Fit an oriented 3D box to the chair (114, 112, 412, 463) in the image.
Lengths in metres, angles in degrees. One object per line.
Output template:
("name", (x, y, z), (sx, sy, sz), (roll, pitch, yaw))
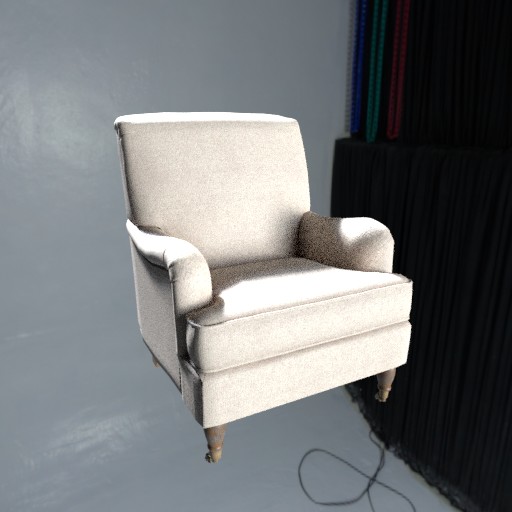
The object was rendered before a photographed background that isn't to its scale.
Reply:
("chair", (0.000, 0.000, 1.788), (0.879, 1.119, 0.953), (-8, 19, -26))
